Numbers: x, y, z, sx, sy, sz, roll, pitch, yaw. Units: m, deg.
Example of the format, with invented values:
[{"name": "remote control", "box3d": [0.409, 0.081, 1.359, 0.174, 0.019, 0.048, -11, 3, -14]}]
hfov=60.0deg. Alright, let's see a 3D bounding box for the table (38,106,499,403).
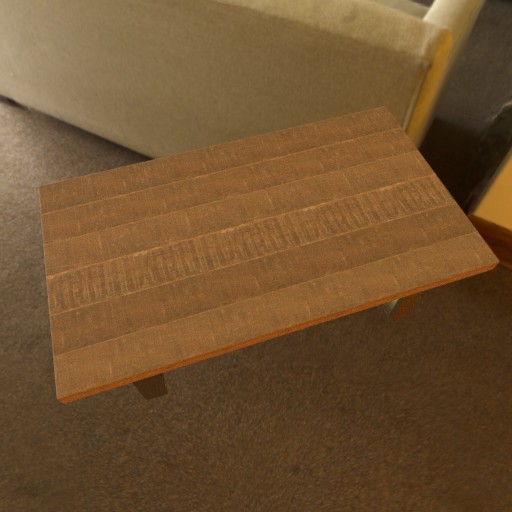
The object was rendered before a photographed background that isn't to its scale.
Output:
[{"name": "table", "box3d": [0.000, 0.000, 1.707, 1.400, 0.440, 0.800, -16, 59, -10]}]
